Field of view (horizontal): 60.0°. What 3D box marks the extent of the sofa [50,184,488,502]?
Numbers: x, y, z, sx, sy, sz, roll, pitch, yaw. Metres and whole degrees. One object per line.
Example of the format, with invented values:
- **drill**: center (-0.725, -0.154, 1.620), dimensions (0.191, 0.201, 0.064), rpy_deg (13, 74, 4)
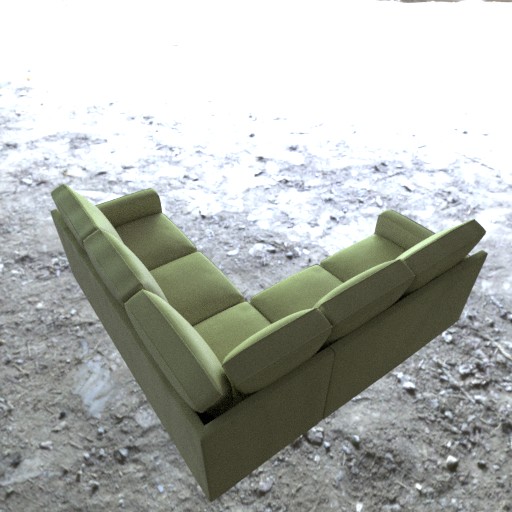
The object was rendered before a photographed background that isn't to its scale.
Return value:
- **sofa**: center (0.000, 0.000, 3.223), dimensions (2.182, 0.939, 2.189), rpy_deg (-25, 46, -27)
